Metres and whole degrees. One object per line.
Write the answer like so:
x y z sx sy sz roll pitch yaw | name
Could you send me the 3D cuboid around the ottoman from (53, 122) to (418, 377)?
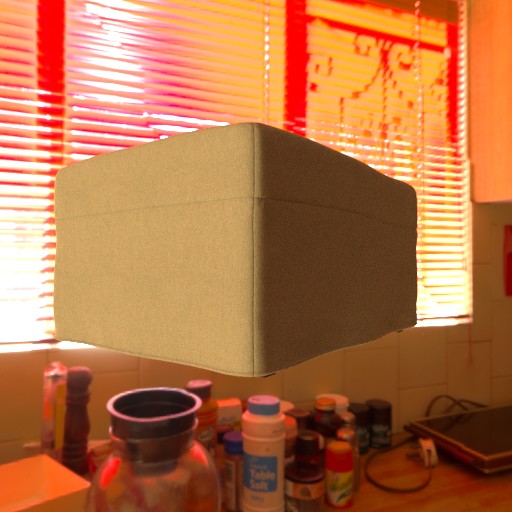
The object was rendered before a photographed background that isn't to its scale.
0.000 0.000 1.225 0.648 0.461 0.833 -1 -1 38 | ottoman
